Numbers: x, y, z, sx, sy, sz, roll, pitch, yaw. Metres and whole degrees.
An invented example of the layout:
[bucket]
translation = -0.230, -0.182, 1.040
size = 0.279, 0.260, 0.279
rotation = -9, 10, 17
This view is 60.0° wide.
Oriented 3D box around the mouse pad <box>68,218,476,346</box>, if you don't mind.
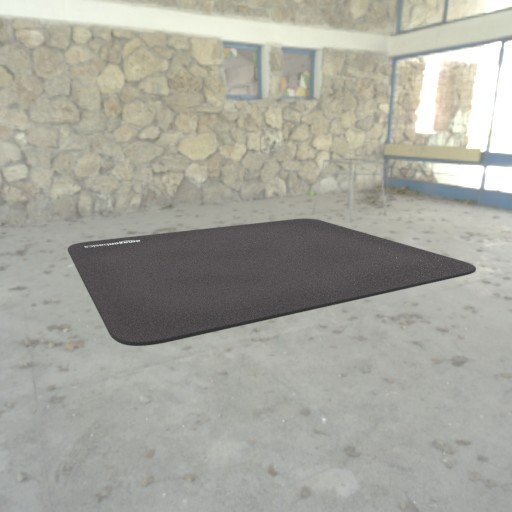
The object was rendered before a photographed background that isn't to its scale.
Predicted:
[mouse pad]
translation = 0.000, 0.000, 0.338
size = 0.249, 0.002, 0.211
rotation = -8, 18, -27
